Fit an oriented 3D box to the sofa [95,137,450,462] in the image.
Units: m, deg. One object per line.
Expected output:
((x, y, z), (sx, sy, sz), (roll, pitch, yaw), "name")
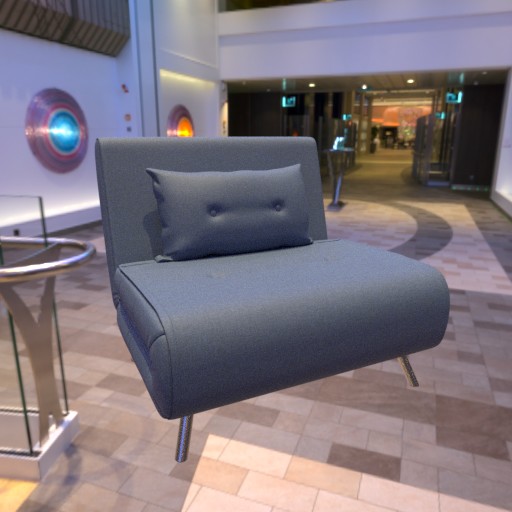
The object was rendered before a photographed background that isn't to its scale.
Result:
((0.000, 0.000, 1.658), (0.999, 0.860, 0.996), (-7, 17, -25), "sofa")
